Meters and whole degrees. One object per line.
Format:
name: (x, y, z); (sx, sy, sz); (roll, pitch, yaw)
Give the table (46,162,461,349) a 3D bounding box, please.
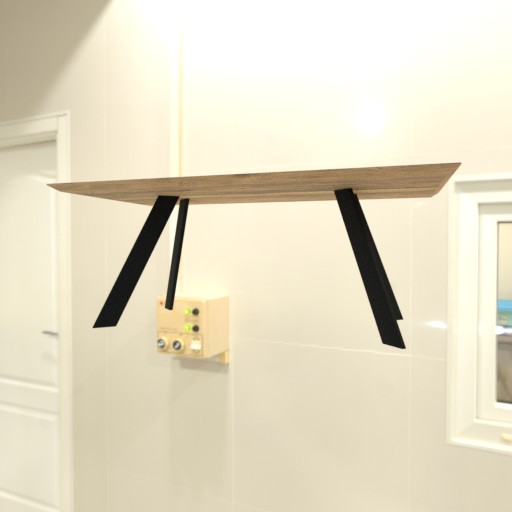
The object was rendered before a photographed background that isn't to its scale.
table: (0.000, 0.000, 2.519); (2.000, 0.770, 1.000); (0, 1, 18)
